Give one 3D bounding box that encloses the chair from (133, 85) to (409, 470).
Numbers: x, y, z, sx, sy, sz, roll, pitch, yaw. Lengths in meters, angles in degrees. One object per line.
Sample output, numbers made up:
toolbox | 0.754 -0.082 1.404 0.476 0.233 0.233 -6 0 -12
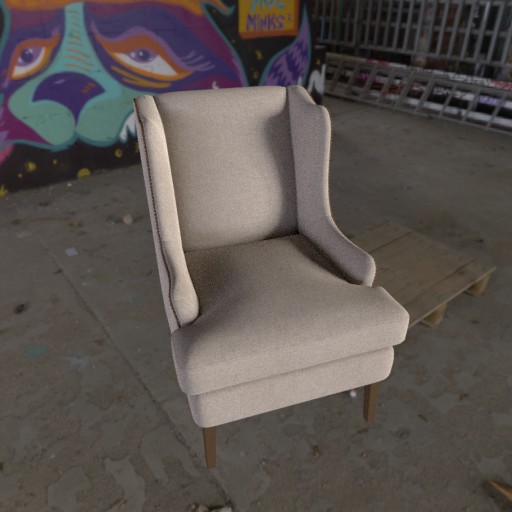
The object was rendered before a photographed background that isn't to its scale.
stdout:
chair | 0.000 0.000 1.636 0.737 1.029 0.940 -10 33 -15
